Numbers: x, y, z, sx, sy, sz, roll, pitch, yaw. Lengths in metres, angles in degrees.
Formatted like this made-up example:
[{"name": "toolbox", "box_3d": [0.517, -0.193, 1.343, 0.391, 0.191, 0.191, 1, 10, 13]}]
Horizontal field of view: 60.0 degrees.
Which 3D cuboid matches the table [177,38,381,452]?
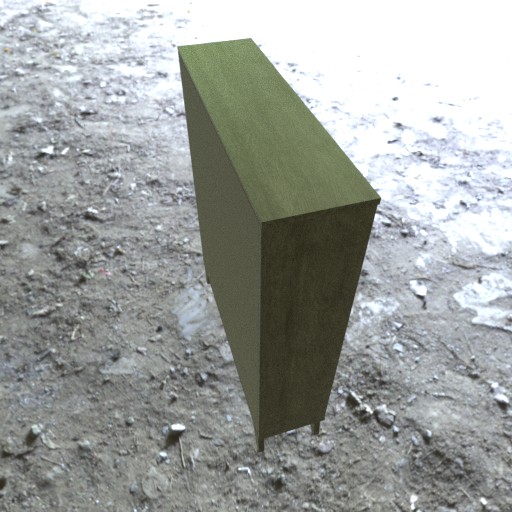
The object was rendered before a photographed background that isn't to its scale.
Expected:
[{"name": "table", "box_3d": [0.000, 0.000, 1.563, 0.256, 1.135, 0.902, -12, 47, -12]}]
